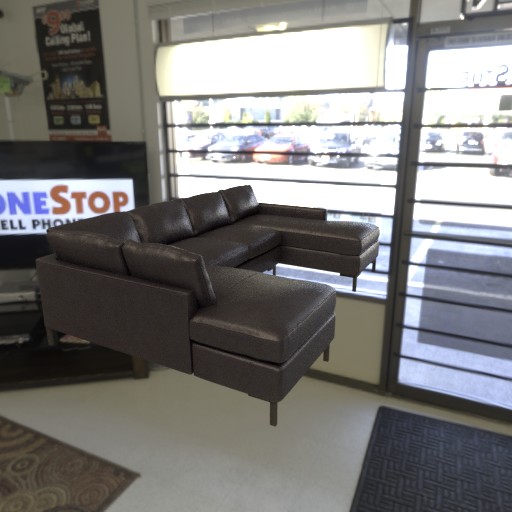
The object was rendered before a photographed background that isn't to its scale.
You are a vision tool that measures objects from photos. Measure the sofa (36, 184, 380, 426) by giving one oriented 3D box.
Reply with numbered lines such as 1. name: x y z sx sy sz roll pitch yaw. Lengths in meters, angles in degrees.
1. sofa: 0.000 0.000 3.898 1.939 0.900 2.956 9 19 28
